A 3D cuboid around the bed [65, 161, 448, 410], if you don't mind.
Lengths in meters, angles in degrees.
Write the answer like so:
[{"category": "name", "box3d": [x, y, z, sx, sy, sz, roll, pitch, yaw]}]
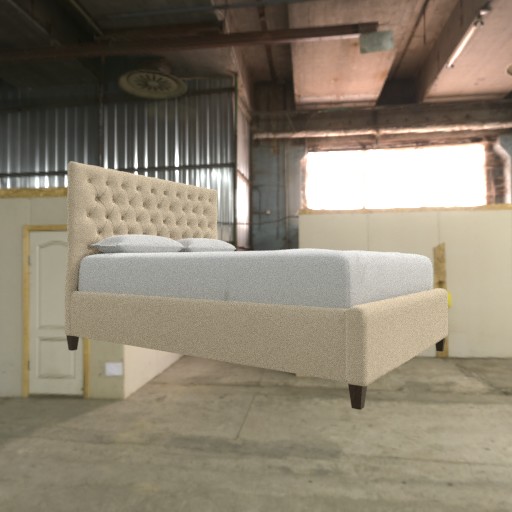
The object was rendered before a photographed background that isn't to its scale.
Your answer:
[{"category": "bed", "box3d": [0.000, 0.000, 3.359, 2.387, 1.427, 1.698, 0, -1, 35]}]
